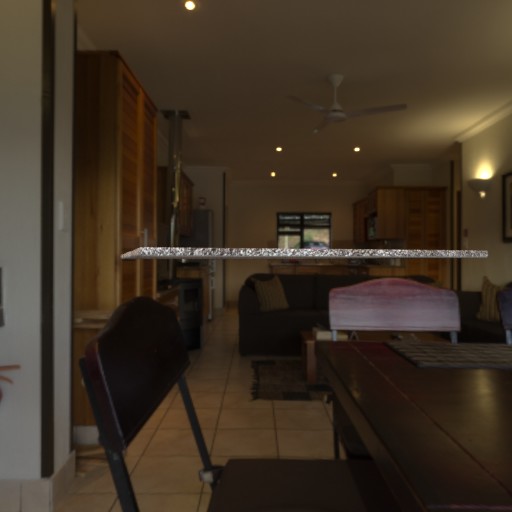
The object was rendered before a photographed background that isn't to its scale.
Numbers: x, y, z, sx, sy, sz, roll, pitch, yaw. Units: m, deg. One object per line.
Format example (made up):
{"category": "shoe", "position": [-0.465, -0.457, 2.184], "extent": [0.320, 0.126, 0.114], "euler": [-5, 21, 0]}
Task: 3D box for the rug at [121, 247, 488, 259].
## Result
{"category": "rug", "position": [0.000, 0.000, 2.131], "extent": [1.198, 0.025, 1.601], "euler": [0, -1, -19]}
